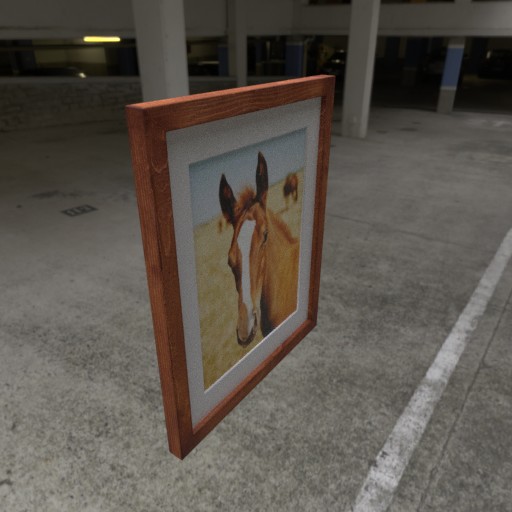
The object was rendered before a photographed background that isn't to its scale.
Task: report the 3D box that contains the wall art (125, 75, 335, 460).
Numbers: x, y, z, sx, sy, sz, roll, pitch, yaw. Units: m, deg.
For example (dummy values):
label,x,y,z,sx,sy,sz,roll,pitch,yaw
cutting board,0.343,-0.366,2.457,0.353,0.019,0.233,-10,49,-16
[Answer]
label,x,y,z,sx,sy,sz,roll,pitch,yaw
wall art,0.000,0.000,0.779,0.030,0.558,0.462,18,32,31
